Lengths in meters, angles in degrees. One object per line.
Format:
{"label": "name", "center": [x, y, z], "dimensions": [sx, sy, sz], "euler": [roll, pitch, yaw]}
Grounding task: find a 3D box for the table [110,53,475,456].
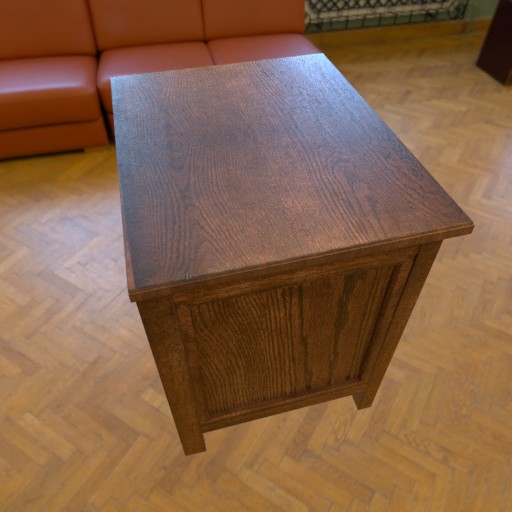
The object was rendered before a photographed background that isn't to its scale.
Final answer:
{"label": "table", "center": [0.000, 0.000, 0.965], "dimensions": [0.461, 0.597, 0.586], "euler": [-11, 47, -10]}
